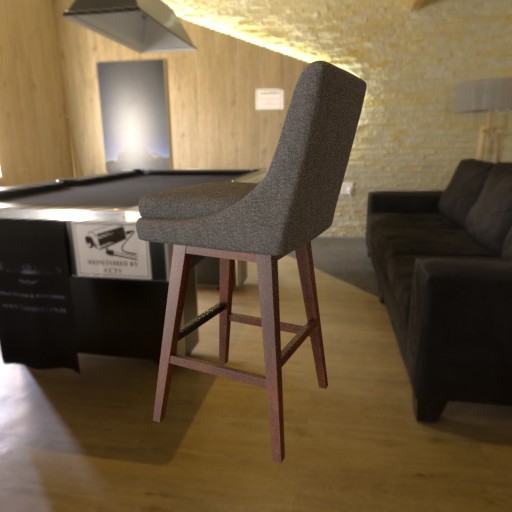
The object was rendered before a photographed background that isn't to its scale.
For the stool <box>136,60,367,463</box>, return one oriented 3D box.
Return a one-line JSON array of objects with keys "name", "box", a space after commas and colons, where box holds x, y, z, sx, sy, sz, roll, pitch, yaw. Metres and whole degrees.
[{"name": "stool", "box": [0.000, 0.000, 1.409, 0.572, 1.068, 0.489, 7, 16, 25]}]
